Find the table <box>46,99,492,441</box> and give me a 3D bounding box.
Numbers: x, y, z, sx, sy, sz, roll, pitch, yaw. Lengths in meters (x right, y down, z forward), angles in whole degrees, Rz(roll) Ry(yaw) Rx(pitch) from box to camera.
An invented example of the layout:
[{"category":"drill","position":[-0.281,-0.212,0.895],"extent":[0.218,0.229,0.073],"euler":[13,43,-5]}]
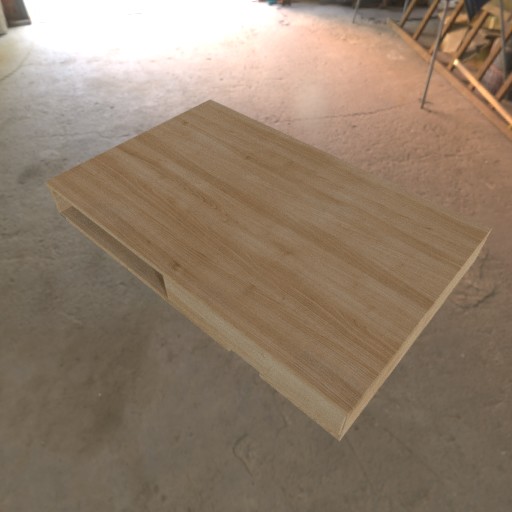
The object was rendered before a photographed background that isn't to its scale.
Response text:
[{"category":"table","position":[0.000,0.000,1.439],"extent":[1.100,0.440,0.700],"euler":[33,55,27]}]
